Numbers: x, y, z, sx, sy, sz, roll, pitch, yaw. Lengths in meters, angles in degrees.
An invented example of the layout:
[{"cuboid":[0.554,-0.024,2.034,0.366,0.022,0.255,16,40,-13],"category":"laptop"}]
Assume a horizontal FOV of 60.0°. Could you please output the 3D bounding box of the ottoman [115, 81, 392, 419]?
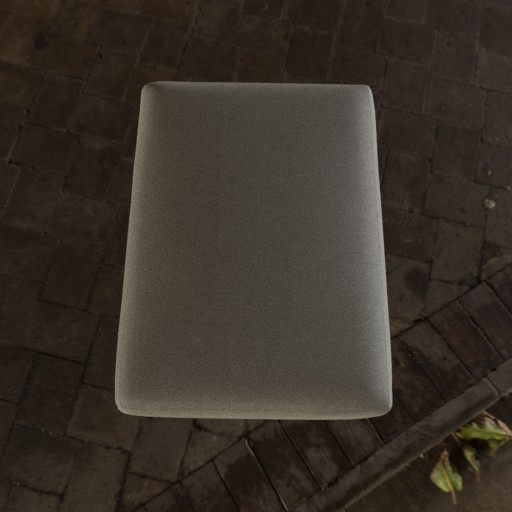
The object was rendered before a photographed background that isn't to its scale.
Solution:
[{"cuboid":[0.000,0.000,1.154,0.569,0.504,0.773,1,75,0],"category":"ottoman"}]
